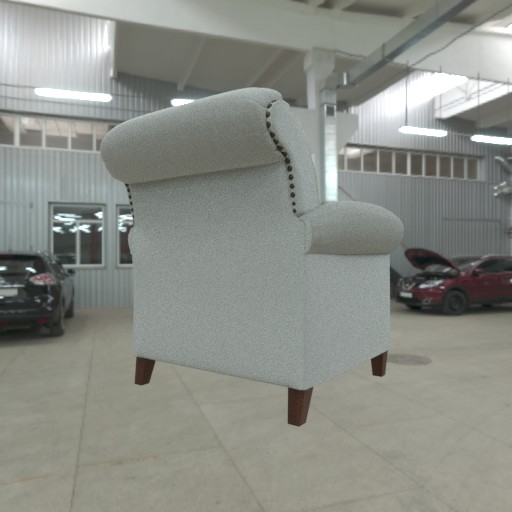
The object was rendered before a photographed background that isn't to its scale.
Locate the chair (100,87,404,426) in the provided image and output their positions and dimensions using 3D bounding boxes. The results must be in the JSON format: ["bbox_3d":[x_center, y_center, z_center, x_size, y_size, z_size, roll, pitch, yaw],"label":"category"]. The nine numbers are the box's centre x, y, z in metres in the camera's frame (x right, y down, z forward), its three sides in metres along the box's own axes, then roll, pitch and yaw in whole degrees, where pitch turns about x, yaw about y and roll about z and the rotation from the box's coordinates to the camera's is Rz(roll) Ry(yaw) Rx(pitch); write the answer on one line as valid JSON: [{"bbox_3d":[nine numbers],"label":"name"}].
[{"bbox_3d":[0.000,0.000,1.624,0.854,0.927,0.890,0,0,36],"label":"chair"}]
